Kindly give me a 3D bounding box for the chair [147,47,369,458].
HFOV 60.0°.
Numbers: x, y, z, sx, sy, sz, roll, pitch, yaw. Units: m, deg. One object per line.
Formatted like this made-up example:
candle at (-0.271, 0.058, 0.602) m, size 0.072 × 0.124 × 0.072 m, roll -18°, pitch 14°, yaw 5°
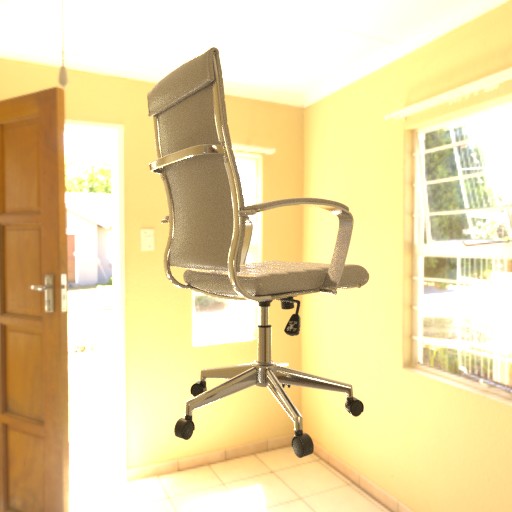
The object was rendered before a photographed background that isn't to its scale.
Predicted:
chair at (0.000, 0.000, 1.560) m, size 0.667 × 1.149 × 0.679 m, roll -1°, pitch 2°, yaw -36°
